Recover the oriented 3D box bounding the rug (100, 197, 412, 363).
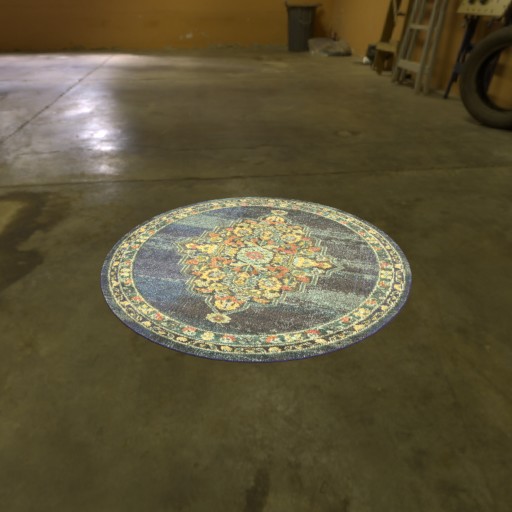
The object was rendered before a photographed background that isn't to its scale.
[{"bbox_3d":[0.000,0.000,2.363,1.591,0.010,1.591,0,30,0],"label":"rug"}]
